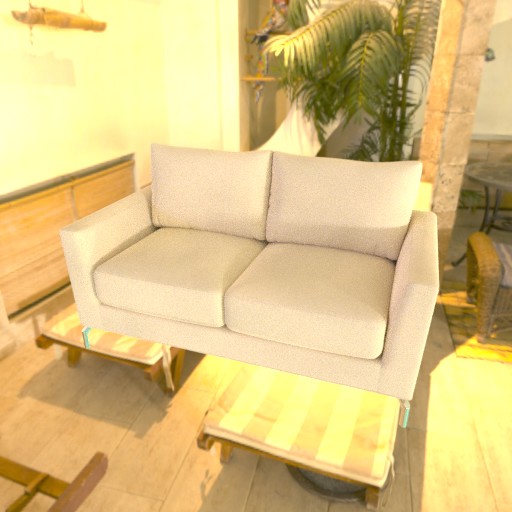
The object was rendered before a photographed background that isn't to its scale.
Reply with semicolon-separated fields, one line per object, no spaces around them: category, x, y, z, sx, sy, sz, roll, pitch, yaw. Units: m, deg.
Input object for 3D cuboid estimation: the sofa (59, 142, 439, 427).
sofa;0.000;0.000;2.340;1.739;0.995;0.906;9;26;18
